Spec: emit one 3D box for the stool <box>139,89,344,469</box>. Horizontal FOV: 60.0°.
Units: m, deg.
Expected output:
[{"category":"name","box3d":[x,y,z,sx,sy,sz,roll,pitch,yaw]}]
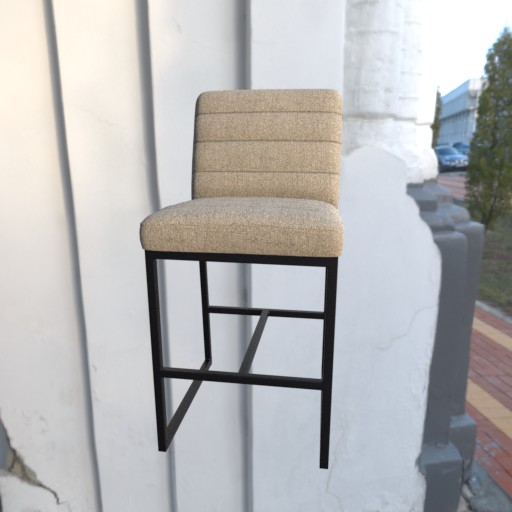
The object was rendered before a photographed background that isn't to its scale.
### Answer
[{"category":"stool","box3d":[0.000,0.000,1.252,0.460,0.940,0.560,2,14,8]}]
